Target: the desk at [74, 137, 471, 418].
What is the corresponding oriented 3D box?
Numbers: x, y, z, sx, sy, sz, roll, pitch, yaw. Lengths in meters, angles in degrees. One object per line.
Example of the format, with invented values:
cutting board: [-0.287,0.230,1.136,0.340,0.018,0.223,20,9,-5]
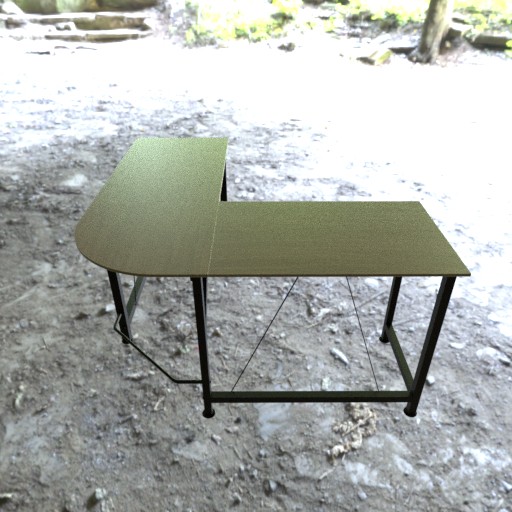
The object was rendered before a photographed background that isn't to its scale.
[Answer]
desk: [0.000,0.000,2.237,1.400,0.762,1.400,0,33,0]
